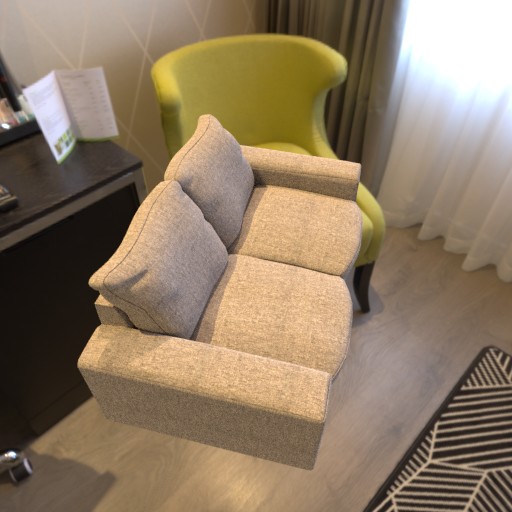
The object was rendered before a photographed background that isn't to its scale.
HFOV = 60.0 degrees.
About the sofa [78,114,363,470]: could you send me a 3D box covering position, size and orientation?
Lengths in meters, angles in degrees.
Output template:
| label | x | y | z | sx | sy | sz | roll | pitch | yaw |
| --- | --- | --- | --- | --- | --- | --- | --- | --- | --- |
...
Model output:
| label | x | y | z | sx | sy | sz | roll | pitch | yaw |
| --- | --- | --- | --- | --- | --- | --- | --- | --- | --- |
| sofa | 0.000 | 0.000 | 2.392 | 1.094 | 0.877 | 1.758 | 10 | 46 | 10 |
